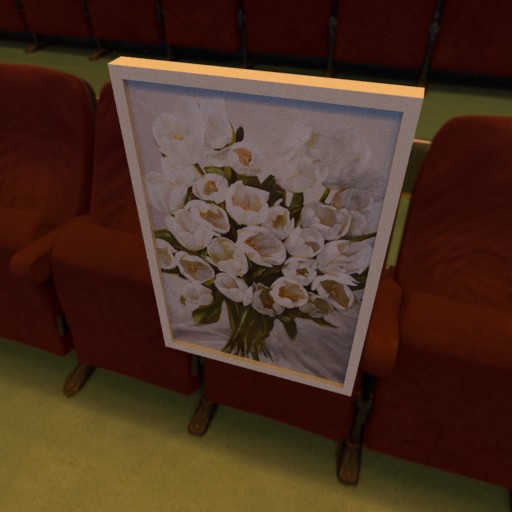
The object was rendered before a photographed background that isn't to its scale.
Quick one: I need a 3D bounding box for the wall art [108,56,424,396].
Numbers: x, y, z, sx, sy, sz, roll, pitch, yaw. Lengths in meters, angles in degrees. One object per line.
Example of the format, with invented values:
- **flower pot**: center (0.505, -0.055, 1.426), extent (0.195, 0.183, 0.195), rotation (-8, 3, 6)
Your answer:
- **wall art**: center (0.000, 0.000, 0.539), extent (0.293, 0.428, 0.025), rotation (12, 41, 14)
